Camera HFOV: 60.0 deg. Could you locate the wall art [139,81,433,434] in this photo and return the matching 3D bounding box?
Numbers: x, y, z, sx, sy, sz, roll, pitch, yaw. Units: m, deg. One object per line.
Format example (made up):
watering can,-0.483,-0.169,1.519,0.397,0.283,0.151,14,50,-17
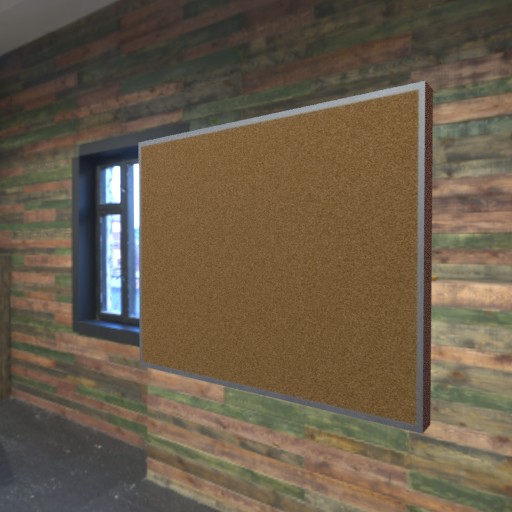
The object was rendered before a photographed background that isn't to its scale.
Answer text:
wall art,0.000,0.000,0.745,0.557,0.450,0.037,1,1,36
